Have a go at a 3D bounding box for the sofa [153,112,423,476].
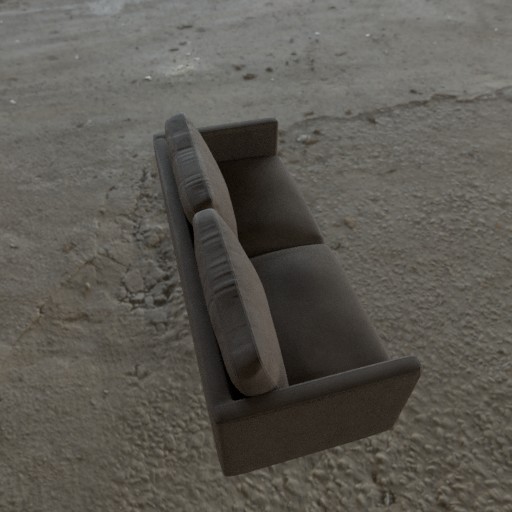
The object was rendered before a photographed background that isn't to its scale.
[{"bbox_3d":[0.000,0.000,2.722,0.951,0.965,2.208,-11,48,-11],"label":"sofa"}]
